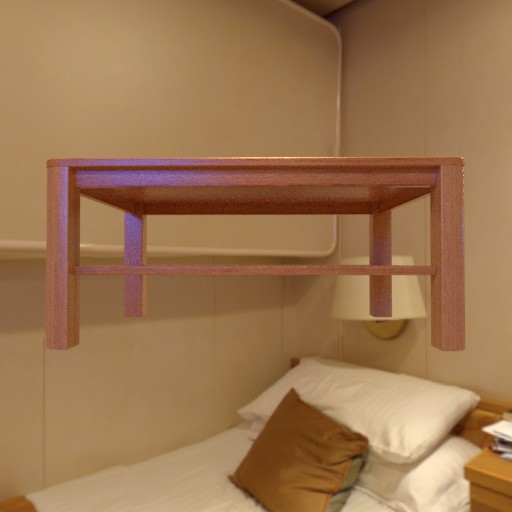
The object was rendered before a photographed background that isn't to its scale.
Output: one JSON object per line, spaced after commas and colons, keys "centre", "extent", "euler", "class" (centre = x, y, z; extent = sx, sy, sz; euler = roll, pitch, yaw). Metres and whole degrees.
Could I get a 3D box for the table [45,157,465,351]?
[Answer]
{"centre": [0.000, 0.000, 1.368], "extent": [0.997, 0.445, 0.696], "euler": [0, -1, 1], "class": "table"}
